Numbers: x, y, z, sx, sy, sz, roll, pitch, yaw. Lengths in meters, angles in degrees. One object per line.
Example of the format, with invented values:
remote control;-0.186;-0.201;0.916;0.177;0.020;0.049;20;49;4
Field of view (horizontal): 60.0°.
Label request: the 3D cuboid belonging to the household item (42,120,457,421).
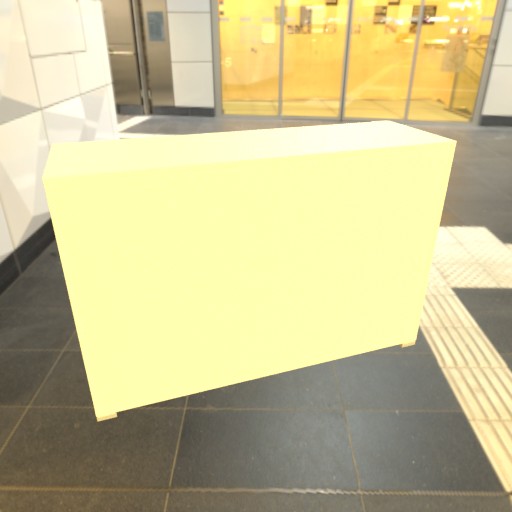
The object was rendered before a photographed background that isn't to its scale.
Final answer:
household item;0.000;0.000;1.695;1.300;0.867;0.420;-9;28;-17
